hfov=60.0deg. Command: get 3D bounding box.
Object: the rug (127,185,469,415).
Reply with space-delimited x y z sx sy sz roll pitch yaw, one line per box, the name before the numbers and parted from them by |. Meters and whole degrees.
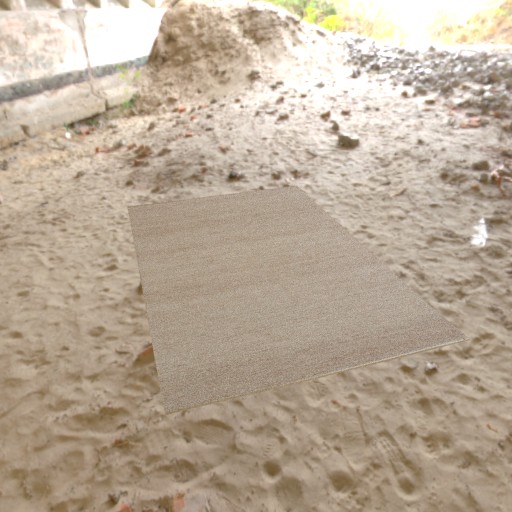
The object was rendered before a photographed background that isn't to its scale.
rug | 0.000 0.000 3.050 1.574 0.029 2.346 -9 31 -15
